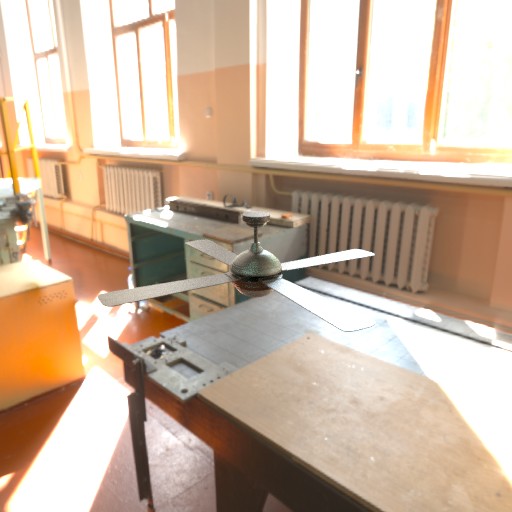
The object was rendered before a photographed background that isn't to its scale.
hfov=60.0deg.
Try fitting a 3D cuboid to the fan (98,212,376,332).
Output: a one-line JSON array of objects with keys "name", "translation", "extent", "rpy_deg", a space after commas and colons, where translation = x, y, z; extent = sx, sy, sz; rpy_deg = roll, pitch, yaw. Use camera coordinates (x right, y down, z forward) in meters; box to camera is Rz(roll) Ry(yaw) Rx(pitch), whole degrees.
[{"name": "fan", "translation": [0.000, 0.000, 2.001], "extent": [1.321, 0.381, 1.321], "rpy_deg": [-3, 16, -10]}]
